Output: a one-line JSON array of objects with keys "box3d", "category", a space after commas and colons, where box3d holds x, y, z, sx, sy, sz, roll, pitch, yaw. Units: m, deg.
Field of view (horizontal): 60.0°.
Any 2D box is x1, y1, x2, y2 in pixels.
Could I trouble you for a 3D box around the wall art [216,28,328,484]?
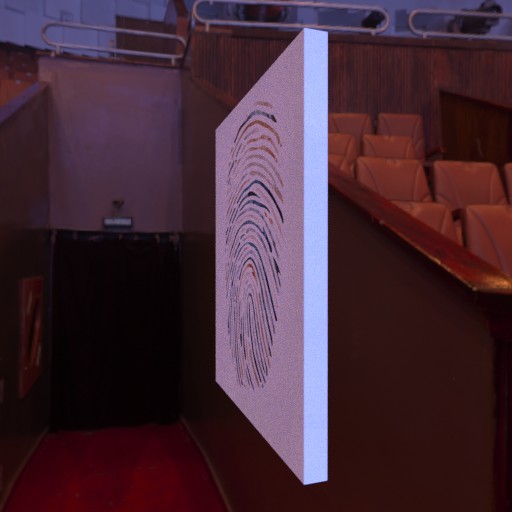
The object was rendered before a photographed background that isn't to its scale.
[{"box3d": [0.000, 0.000, 0.834, 0.037, 0.606, 0.508, 0, 0, -19], "category": "wall art"}]
